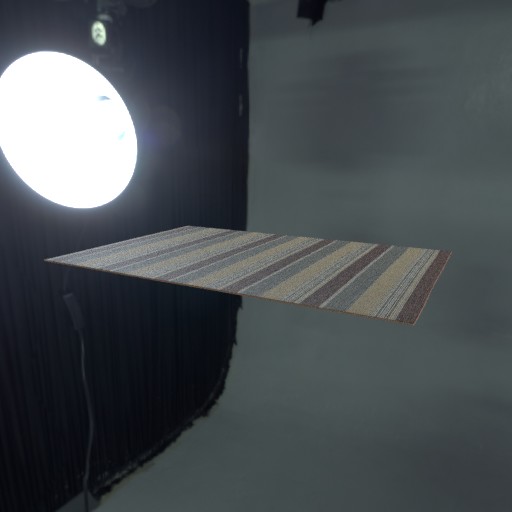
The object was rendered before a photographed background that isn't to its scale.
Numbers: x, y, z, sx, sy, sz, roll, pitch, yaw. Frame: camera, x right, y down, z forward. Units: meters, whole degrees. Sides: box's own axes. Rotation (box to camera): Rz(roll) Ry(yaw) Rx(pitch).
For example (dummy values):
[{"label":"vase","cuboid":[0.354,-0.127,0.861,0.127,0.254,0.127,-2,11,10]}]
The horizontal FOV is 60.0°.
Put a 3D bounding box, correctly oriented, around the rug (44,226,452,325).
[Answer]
[{"label":"rug","cuboid":[0.000,0.000,2.377,1.829,0.008,1.219,7,15,28]}]
